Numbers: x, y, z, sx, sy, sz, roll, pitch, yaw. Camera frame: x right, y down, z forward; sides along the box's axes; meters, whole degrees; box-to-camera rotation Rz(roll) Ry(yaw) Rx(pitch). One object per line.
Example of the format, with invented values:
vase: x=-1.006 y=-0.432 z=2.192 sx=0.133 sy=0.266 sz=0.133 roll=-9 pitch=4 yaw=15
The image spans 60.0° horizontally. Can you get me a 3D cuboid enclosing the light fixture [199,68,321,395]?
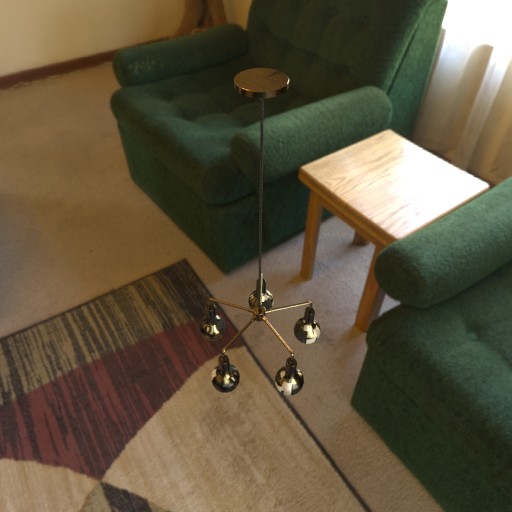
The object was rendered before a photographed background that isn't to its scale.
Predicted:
light fixture: x=0.000 y=0.000 z=1.234 sx=0.438 sy=0.988 sz=0.421 roll=30 pitch=53 yaw=26
